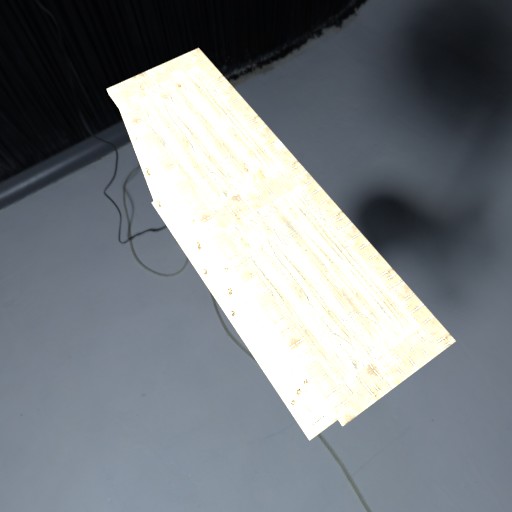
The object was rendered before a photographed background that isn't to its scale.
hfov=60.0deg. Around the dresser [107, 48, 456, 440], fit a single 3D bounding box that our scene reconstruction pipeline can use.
[{"bbox_3d":[0.000,0.000,2.117,0.457,1.016,1.626,-31,68,-14],"label":"dresser"}]
